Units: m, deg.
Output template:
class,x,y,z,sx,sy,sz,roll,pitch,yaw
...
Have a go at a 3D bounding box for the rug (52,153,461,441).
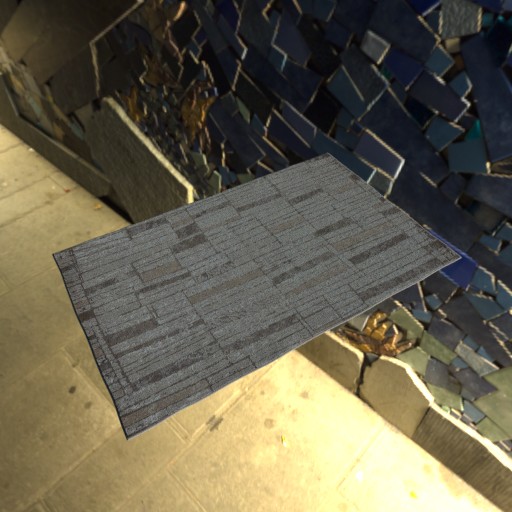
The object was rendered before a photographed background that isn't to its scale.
class,x,y,z,sx,sy,sz,roll,pitch,yaw
rug,0.000,0.000,3.109,2.444,0.023,1.531,-24,51,-21
